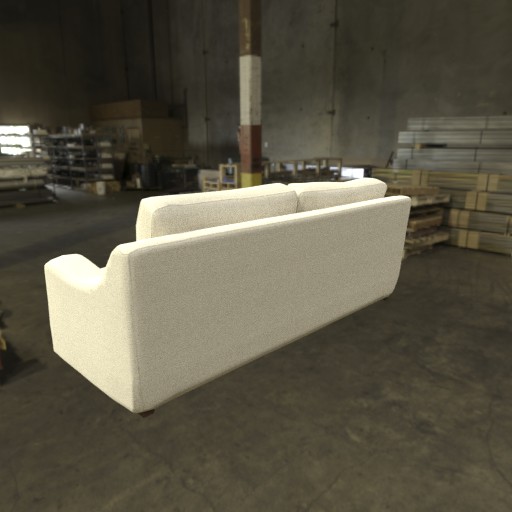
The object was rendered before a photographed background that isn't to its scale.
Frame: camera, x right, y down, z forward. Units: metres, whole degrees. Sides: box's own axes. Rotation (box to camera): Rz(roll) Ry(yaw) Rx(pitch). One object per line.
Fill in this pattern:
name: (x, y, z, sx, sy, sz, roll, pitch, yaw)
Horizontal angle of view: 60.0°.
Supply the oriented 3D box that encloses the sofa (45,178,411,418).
sofa: (0.000, 0.000, 3.033, 1.009, 1.022, 2.470, 14, 20, 43)
